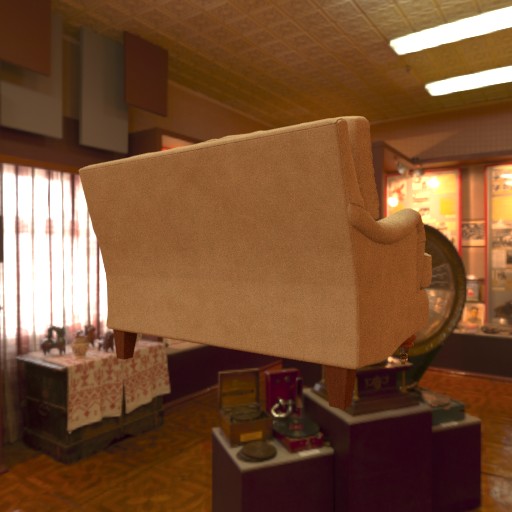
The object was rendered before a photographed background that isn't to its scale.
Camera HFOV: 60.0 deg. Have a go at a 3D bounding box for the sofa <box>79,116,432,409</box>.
[{"bbox_3d":[0.000,0.000,2.250,1.498,1.087,1.086,0,1,36],"label":"sofa"}]
